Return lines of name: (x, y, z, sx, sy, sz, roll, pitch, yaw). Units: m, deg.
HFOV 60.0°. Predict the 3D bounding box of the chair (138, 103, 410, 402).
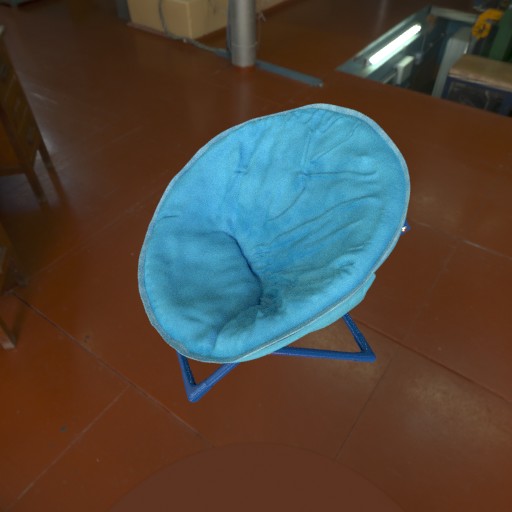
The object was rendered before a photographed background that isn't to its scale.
chair: (0.000, 0.000, 0.877, 0.465, 0.478, 0.520, -15, 47, -14)
